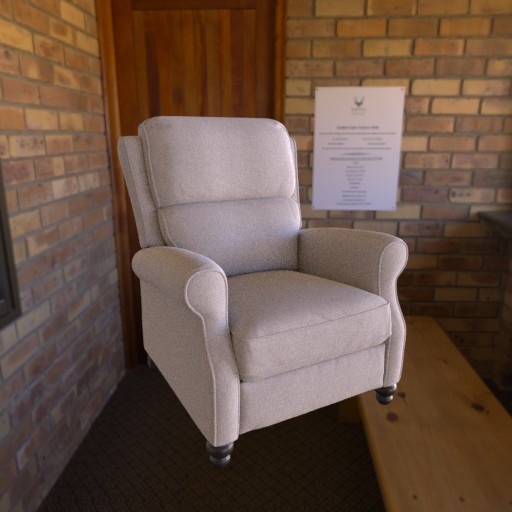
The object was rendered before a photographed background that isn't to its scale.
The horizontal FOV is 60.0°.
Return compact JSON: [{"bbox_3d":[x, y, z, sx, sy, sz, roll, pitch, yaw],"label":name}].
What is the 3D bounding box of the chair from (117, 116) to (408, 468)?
[{"bbox_3d":[0.000,0.000,1.707,0.859,1.046,0.919,-8,17,-28],"label":"chair"}]
